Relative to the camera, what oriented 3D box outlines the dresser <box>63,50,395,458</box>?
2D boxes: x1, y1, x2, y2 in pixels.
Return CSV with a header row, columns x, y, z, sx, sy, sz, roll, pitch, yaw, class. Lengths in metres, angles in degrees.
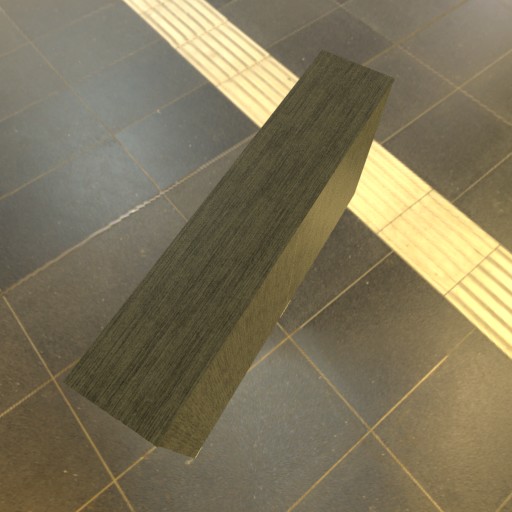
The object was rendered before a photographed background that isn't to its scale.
x,y,z,sx,sy,sz,roll,pitch,yaw,class
0.000,0.000,1.814,0.333,0.790,1.535,28,67,13,dresser
